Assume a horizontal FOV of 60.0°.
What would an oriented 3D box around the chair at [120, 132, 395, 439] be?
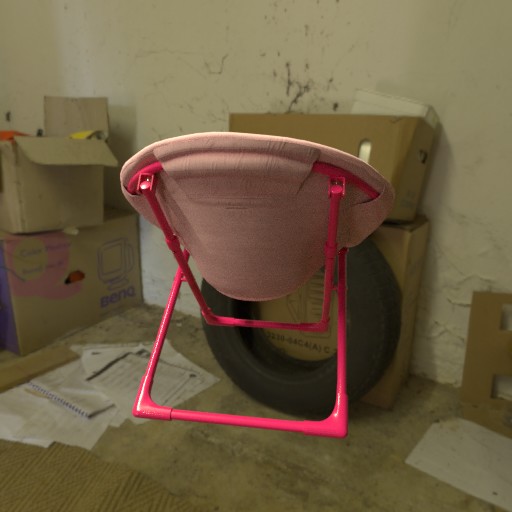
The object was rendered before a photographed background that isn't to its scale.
[{"bbox_3d":[0.000,0.000,0.907,0.522,0.494,0.459,3,17,9],"label":"chair"}]
